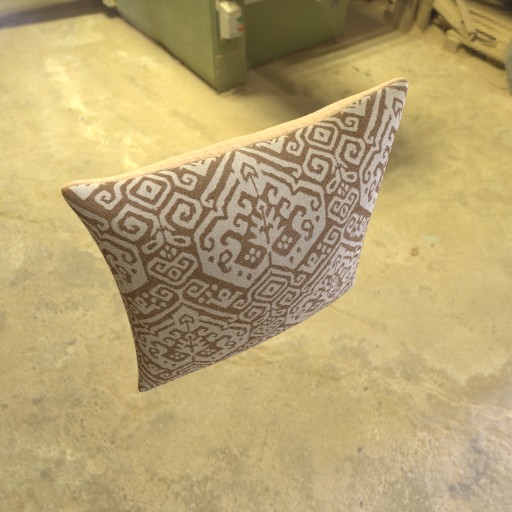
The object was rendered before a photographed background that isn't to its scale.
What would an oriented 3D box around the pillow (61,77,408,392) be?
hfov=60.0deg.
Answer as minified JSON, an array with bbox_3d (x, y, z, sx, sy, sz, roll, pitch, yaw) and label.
[{"bbox_3d":[0.000,0.000,0.612,0.419,0.407,0.173,-24,52,-20],"label":"pillow"}]
